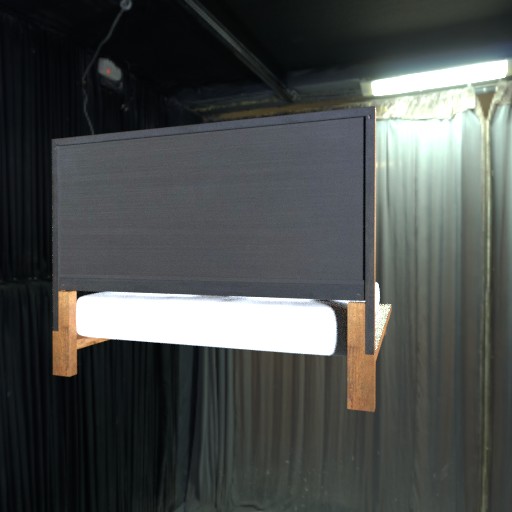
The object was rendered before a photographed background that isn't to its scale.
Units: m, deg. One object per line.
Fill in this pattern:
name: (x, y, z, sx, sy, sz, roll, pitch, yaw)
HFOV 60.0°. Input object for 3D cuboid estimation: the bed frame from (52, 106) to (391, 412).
bed frame: (0.000, 0.000, 3.614, 2.038, 1.537, 2.235, 0, 1, 19)
